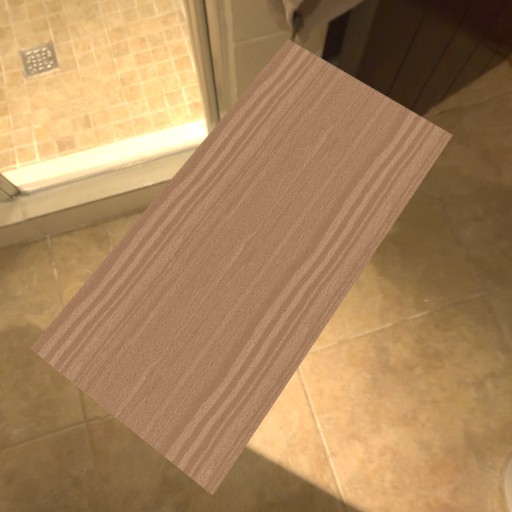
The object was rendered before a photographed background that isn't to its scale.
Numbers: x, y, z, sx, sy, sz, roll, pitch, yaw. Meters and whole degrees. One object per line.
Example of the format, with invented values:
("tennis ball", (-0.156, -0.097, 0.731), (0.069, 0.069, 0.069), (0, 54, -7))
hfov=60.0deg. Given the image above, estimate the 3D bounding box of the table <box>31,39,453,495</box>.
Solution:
("table", (0.000, 0.000, 1.463), (0.600, 0.450, 1.200), (34, 77, 9))
